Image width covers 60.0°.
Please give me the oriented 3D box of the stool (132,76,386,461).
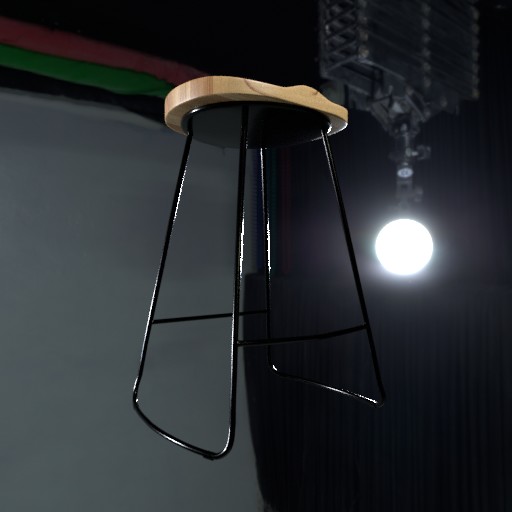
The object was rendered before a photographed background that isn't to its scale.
[{"bbox_3d":[0.000,0.000,0.990,0.480,0.679,0.401,0,-1,-37],"label":"stool"}]
